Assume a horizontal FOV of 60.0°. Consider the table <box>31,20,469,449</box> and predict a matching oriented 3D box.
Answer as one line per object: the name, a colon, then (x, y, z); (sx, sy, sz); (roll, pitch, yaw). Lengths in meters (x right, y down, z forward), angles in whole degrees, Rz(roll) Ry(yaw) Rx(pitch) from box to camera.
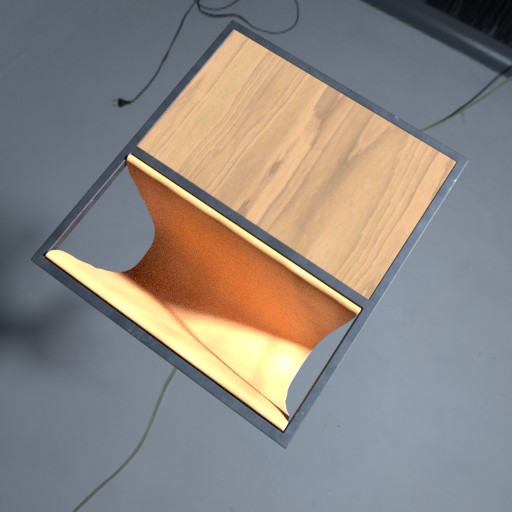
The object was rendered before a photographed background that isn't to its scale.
table: (0.000, 0.000, 0.845); (0.399, 0.536, 0.450); (34, 78, 8)
